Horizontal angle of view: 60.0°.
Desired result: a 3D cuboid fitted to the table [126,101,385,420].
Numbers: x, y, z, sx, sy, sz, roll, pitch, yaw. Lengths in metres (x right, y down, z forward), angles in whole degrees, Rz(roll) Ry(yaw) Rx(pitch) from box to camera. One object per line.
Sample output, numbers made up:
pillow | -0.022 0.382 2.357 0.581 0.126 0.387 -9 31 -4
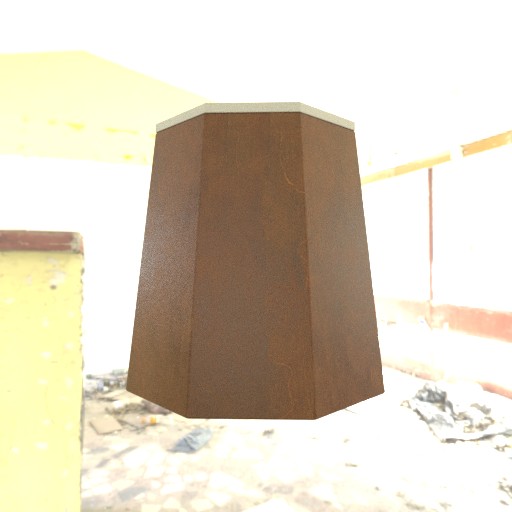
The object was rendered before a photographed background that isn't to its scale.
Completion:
table | 0.000 0.000 0.831 0.439 0.457 0.439 0 0 0
